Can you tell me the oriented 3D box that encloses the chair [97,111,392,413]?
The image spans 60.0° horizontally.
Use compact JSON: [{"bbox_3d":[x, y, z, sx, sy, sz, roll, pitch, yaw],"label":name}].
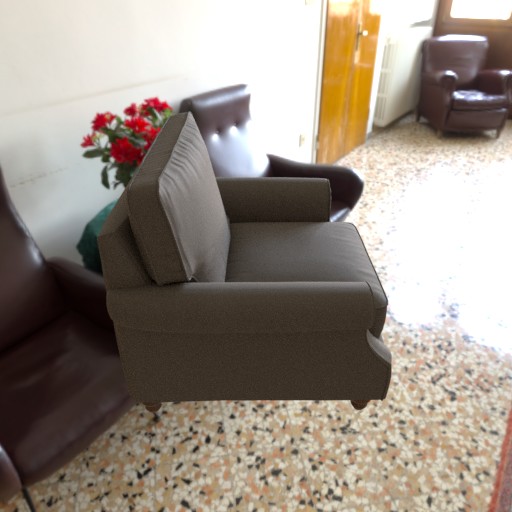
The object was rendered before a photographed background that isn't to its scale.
[{"bbox_3d":[0.000,0.000,1.798,0.966,0.967,1.029,0,32,-1],"label":"chair"}]
